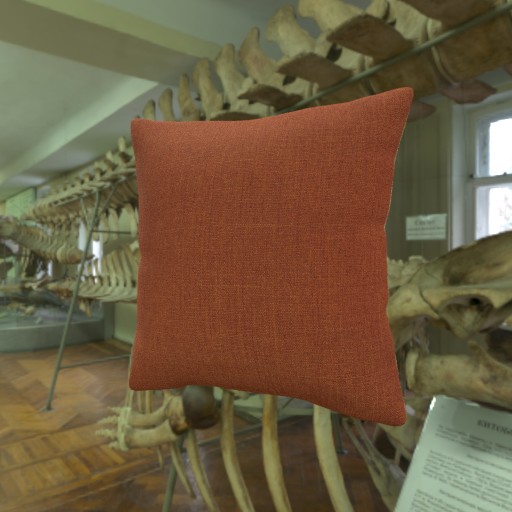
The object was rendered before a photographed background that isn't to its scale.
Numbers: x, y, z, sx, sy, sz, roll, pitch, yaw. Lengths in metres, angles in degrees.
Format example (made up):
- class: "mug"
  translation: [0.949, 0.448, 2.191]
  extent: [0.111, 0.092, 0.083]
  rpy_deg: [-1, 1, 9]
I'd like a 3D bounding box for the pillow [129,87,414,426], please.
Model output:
- class: "pillow"
  translation: [0.000, 0.000, 0.642]
  extent: [0.429, 0.434, 0.159]
  rpy_deg: [0, 0, 20]
